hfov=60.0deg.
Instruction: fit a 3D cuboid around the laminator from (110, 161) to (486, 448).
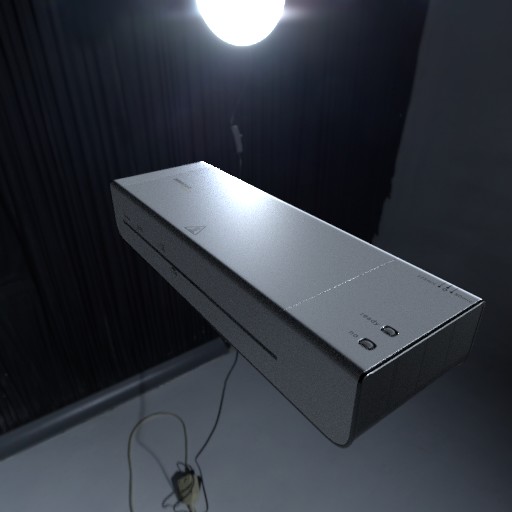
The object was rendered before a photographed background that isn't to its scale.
[{"bbox_3d":[0.000,0.000,0.378,0.123,0.062,0.340,-20,35,-31],"label":"laminator"}]
